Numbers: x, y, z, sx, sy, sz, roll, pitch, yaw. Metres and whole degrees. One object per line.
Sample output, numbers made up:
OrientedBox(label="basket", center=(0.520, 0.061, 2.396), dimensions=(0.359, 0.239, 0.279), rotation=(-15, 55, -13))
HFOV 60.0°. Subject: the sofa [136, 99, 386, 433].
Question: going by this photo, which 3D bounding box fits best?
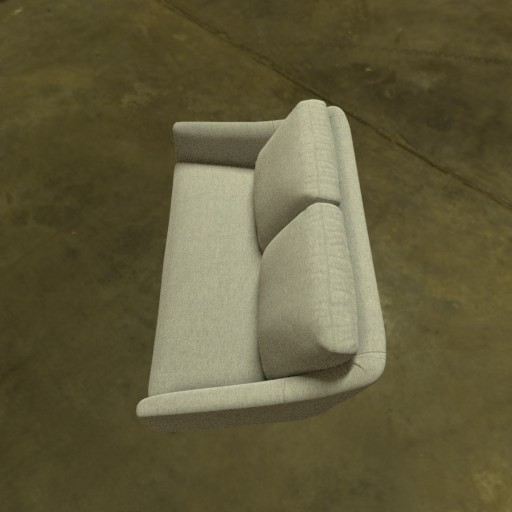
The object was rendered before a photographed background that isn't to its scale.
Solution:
OrientedBox(label="sofa", center=(0.000, 0.000, 2.226), dimensions=(0.960, 0.904, 1.619), rotation=(0, 58, 0))
